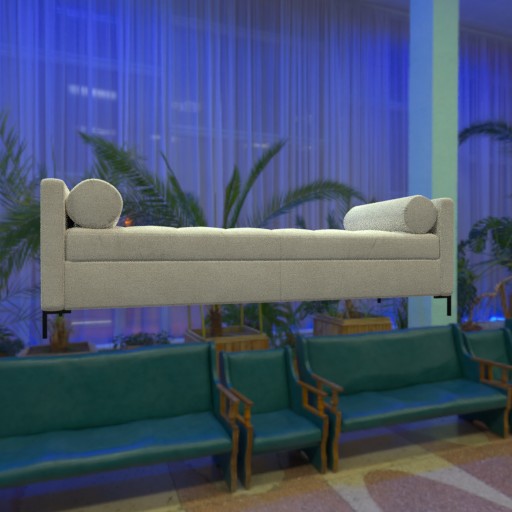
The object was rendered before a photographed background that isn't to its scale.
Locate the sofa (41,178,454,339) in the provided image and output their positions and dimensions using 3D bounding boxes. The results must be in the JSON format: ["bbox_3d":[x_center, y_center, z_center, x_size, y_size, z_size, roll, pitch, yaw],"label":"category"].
[{"bbox_3d":[0.000,0.000,2.340,1.981,0.635,0.686,0,0,-19],"label":"sofa"}]
